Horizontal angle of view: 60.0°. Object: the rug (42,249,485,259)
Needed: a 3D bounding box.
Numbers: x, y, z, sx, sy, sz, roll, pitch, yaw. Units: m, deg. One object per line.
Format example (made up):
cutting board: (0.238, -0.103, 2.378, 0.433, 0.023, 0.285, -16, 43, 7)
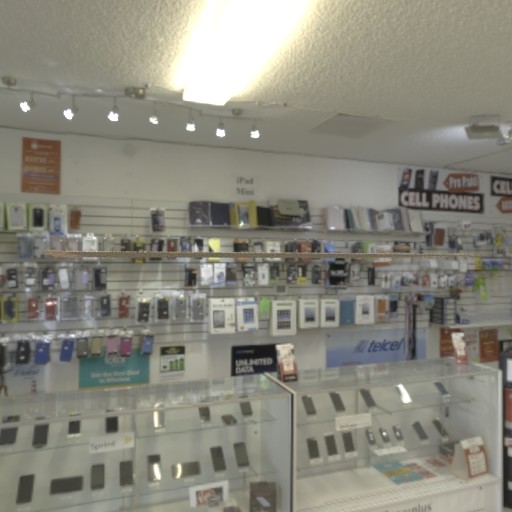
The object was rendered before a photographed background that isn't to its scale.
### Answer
rug: (0.000, 0.000, 3.091, 2.523, 0.034, 1.528, 0, -1, -17)
